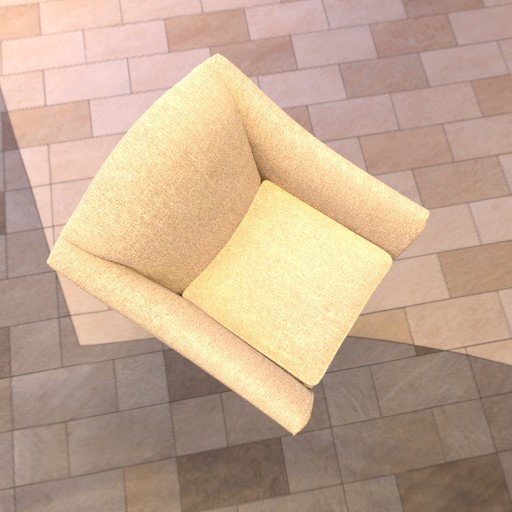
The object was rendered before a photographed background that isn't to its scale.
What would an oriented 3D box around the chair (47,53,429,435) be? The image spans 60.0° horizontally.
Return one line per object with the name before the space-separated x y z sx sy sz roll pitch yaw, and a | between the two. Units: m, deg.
chair | 0.000 0.000 1.421 0.787 0.839 0.763 33 77 8
